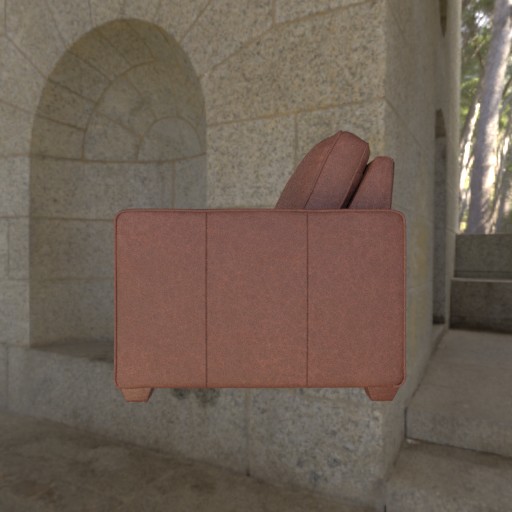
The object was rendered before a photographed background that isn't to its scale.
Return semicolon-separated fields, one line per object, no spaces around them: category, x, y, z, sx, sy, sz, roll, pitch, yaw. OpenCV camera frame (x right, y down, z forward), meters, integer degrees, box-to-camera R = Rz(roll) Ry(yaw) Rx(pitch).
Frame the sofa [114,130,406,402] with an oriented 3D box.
sofa;0.000;0.000;2.218;0.947;0.918;1.709;0;1;-1
